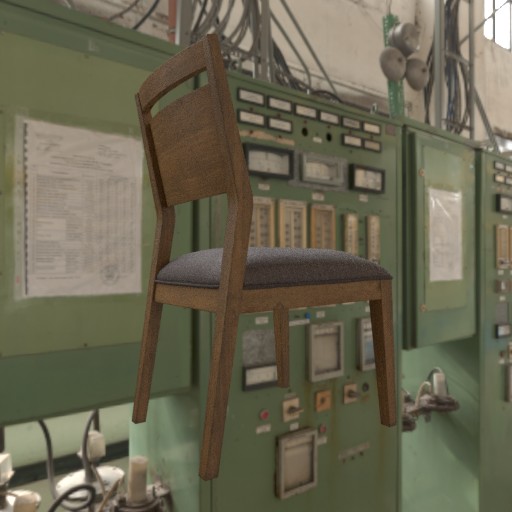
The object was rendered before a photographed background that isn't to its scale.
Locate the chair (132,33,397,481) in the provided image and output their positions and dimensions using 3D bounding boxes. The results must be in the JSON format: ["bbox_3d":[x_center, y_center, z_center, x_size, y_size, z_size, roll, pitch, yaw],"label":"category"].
[{"bbox_3d":[0.000,0.000,1.259,0.610,0.939,0.501,1,-1,-36],"label":"chair"}]
